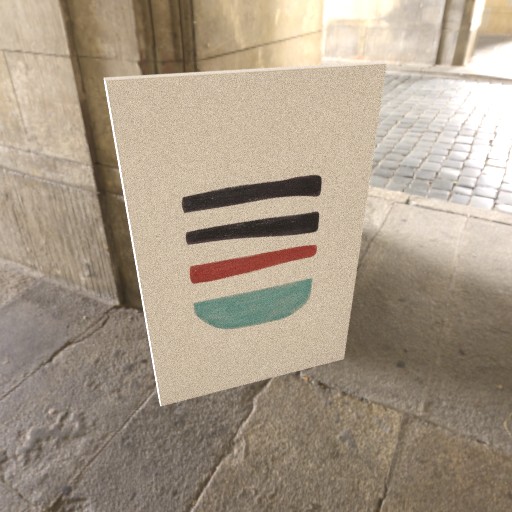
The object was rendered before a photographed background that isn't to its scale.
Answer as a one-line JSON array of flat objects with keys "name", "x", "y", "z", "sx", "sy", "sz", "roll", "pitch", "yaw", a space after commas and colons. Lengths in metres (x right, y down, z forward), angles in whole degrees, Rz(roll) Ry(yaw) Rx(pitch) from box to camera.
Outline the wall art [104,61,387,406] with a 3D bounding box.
[{"name": "wall art", "x": 0.000, "y": 0.000, "z": 1.165, "sx": 0.607, "sy": 0.912, "sz": 0.038, "roll": -10, "pitch": 34, "yaw": -16}]
